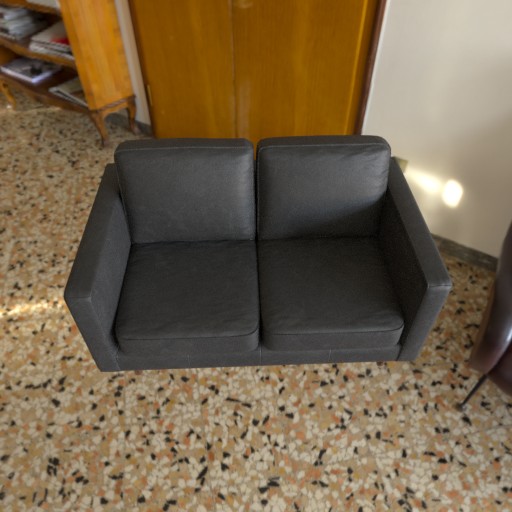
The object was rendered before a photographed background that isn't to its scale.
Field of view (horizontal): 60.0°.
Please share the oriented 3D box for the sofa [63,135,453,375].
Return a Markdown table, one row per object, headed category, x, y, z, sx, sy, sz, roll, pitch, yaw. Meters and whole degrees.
| category | x | y | z | sx | sy | sz | roll | pitch | yaw |
| --- | --- | --- | --- | --- | --- | --- | --- | --- | --- |
| sofa | 0.000 | 0.000 | 2.053 | 1.430 | 0.899 | 0.879 | -2 | 46 | -2 |
